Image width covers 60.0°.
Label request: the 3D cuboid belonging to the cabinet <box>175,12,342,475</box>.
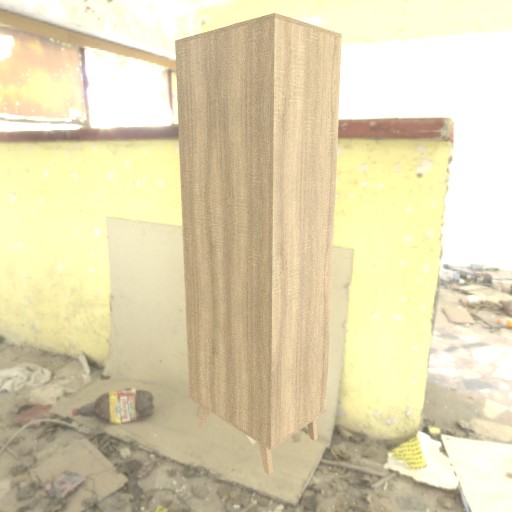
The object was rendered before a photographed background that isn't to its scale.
[{"bbox_3d":[0.000,0.000,2.040,0.570,1.850,0.400,13,19,43],"label":"cabinet"}]
